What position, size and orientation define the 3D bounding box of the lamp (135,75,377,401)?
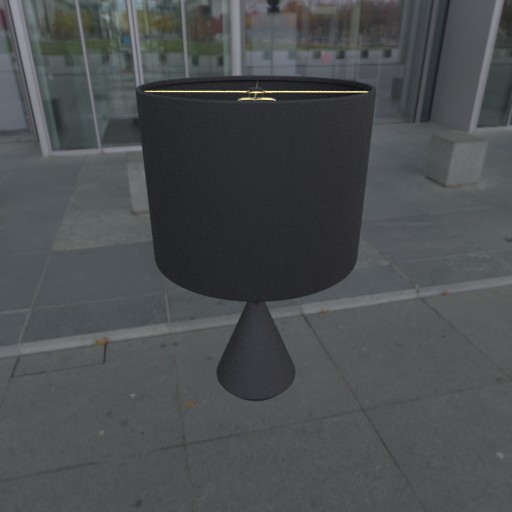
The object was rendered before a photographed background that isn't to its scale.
[{"bbox_3d":[0.000,0.000,0.809,0.359,0.584,0.359,1,27,1],"label":"lamp"}]
